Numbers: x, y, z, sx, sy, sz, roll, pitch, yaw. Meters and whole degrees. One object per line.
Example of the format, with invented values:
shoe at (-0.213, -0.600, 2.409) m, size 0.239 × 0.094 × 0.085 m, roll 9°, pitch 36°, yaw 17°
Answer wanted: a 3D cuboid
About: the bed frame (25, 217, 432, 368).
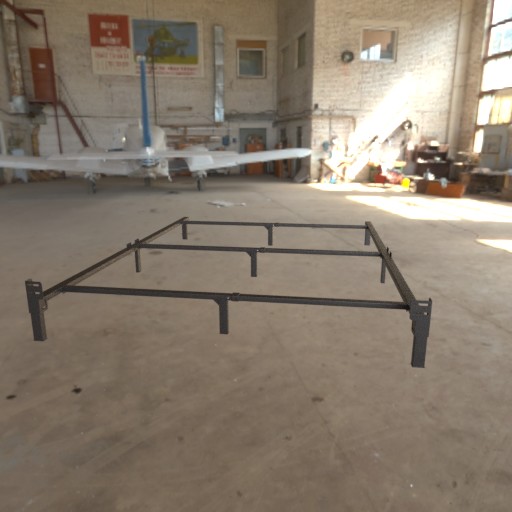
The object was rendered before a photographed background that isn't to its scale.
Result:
bed frame at (0.000, 0.000, 2.572) m, size 1.498 × 0.248 × 1.990 m, roll 2°, pitch 15°, yaw 8°
